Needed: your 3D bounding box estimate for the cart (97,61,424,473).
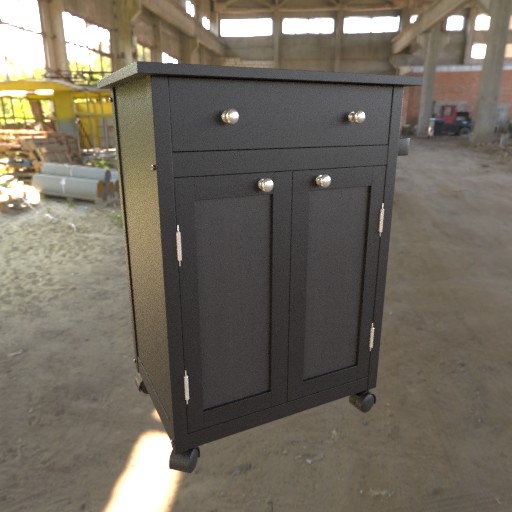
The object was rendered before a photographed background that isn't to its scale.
[{"bbox_3d":[0.000,0.000,1.183,0.660,0.879,0.456,-8,19,-25],"label":"cart"}]
